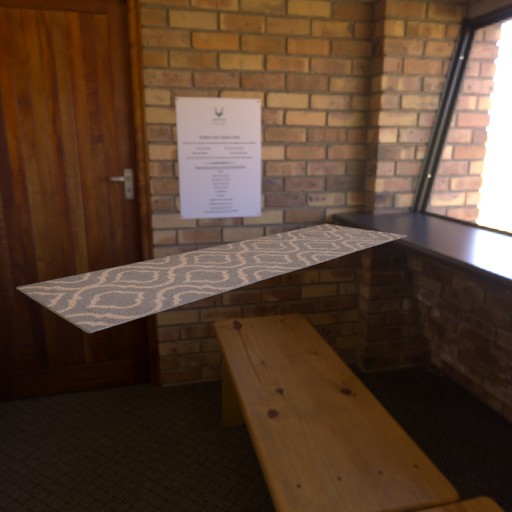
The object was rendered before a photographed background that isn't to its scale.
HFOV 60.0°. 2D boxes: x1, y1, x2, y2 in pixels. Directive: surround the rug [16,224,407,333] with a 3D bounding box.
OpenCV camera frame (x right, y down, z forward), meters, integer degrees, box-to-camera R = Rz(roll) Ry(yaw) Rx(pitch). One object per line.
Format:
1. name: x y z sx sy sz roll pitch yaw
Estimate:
1. rug: 0.000 0.000 2.469 0.684 0.009 2.275 13 19 43
